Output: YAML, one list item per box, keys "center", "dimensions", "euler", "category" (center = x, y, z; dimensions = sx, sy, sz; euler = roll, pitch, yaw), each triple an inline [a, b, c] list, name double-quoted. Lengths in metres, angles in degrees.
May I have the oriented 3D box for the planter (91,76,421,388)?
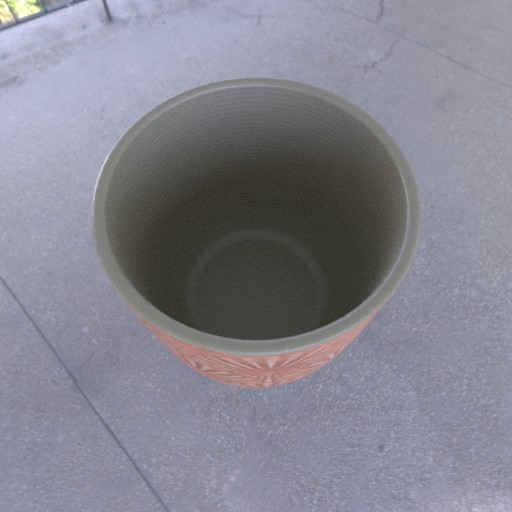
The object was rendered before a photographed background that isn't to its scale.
- center: [0.000, 0.000, 0.216]
  dimensions: [0.124, 0.109, 0.124]
  euler: [0, 64, 0]
  category: "planter"
